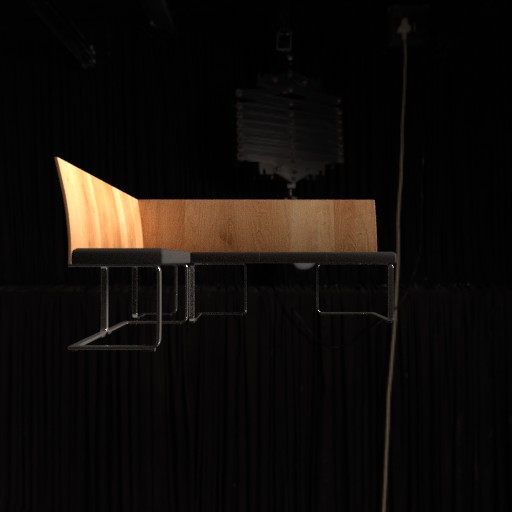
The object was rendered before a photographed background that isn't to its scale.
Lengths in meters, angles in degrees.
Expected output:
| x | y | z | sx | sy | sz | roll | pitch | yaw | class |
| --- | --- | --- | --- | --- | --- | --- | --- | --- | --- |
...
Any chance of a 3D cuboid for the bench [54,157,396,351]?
| x | y | z | sx | sy | sz | roll | pitch | yaw | class |
| --- | --- | --- | --- | --- | --- | --- | --- | --- | --- |
| 0.000 | 0.000 | 2.871 | 1.945 | 0.930 | 1.495 | 0 | -1 | -1 | bench |
